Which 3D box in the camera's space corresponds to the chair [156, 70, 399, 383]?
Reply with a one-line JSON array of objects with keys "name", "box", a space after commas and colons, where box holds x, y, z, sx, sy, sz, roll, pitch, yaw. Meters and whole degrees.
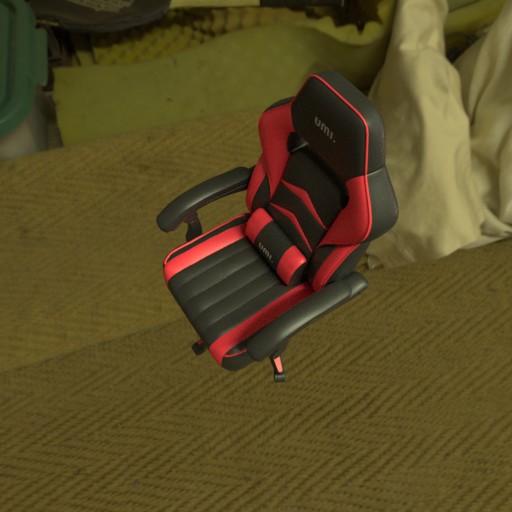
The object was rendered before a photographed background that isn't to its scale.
[{"name": "chair", "box": [0.000, 0.000, 1.631, 0.700, 1.220, 0.700, -32, 67, -15]}]
